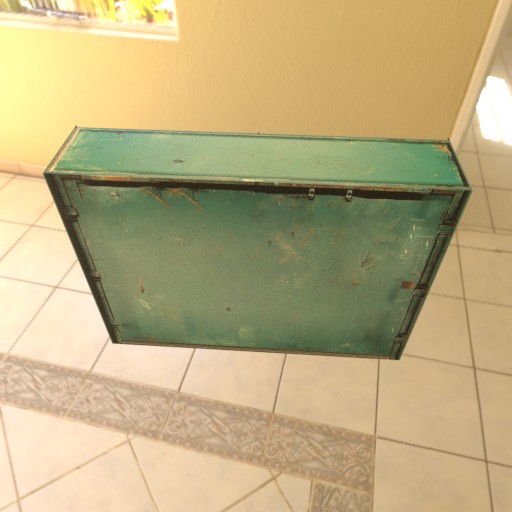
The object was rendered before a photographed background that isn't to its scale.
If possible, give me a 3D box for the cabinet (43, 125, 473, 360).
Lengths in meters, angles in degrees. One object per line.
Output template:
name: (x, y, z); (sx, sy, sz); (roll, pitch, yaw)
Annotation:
cabinet: (0.000, 0.000, 4.091); (3.001, 2.160, 0.680); (3, 45, 3)
